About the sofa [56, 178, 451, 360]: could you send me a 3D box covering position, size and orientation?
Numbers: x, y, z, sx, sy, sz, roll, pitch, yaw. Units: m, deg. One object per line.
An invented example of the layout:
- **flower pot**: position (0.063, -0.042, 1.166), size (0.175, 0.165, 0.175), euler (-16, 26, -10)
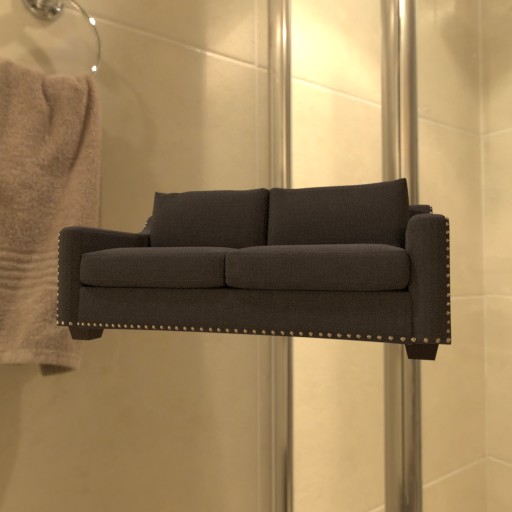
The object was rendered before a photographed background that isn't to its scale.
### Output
- **sofa**: position (0.000, 0.000, 3.314), size (2.550, 1.196, 1.336), euler (-1, -2, 18)
